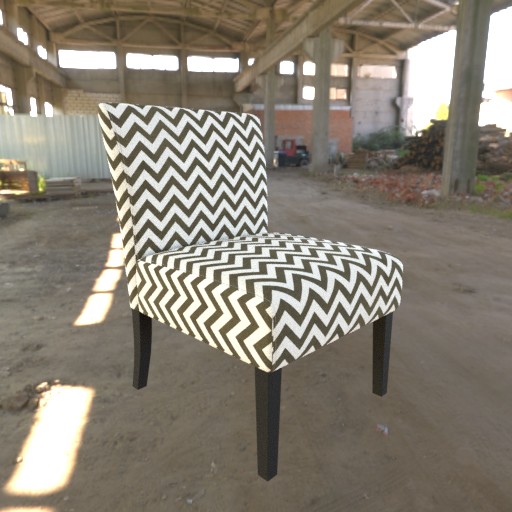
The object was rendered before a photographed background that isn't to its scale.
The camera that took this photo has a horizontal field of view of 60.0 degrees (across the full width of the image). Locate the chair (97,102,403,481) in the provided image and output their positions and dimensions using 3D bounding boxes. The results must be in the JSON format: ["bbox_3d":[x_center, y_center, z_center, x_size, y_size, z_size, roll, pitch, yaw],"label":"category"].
[{"bbox_3d":[0.000,0.000,1.267,0.648,0.838,0.589,13,18,43],"label":"chair"}]
